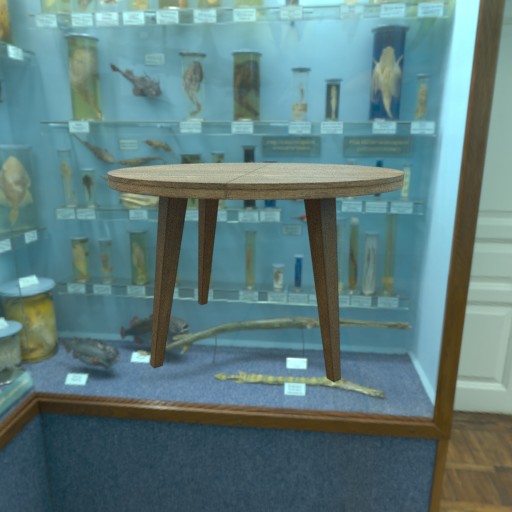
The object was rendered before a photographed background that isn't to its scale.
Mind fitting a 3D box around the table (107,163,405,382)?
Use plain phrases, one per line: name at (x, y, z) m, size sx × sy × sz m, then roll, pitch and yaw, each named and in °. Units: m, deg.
table at (0.000, 0.000, 1.999) m, size 1.213 × 0.764 × 1.213 m, roll 0°, pitch 15°, yaw 0°
